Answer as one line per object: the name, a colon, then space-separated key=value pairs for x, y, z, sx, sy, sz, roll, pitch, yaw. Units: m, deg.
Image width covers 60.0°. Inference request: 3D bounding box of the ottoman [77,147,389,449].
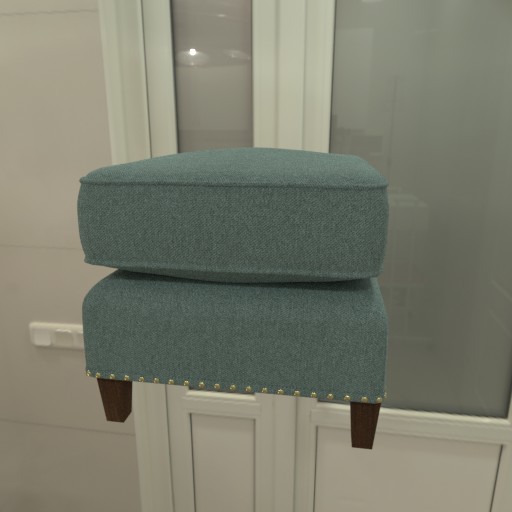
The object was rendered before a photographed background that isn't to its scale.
ottoman: x=0.000 y=0.000 z=1.127 sx=0.589 sy=0.537 sz=0.738 roll=3 pitch=16 yaw=9
